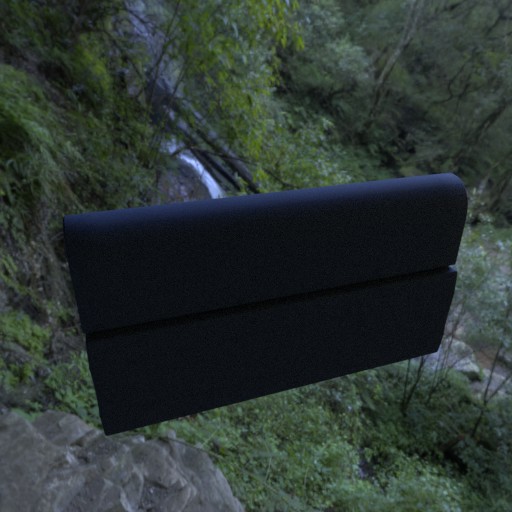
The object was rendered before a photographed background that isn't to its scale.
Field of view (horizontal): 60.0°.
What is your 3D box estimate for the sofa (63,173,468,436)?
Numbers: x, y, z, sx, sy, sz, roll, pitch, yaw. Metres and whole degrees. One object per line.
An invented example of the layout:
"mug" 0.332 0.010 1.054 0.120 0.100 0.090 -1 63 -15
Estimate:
"sofa" 0.000 0.000 1.656 1.219 0.660 0.762 -9 28 -17
